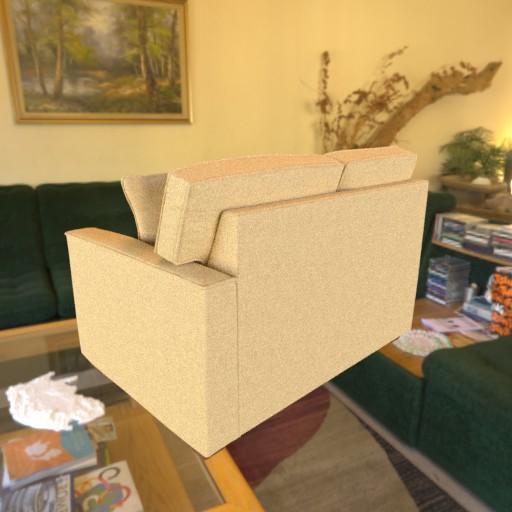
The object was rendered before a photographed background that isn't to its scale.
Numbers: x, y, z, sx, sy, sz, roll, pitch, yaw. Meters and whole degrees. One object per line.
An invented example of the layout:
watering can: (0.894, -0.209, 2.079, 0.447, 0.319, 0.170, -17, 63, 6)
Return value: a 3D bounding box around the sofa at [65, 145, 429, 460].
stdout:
sofa: (0.000, 0.000, 2.078, 1.388, 0.989, 0.991, -15, 22, -42)
